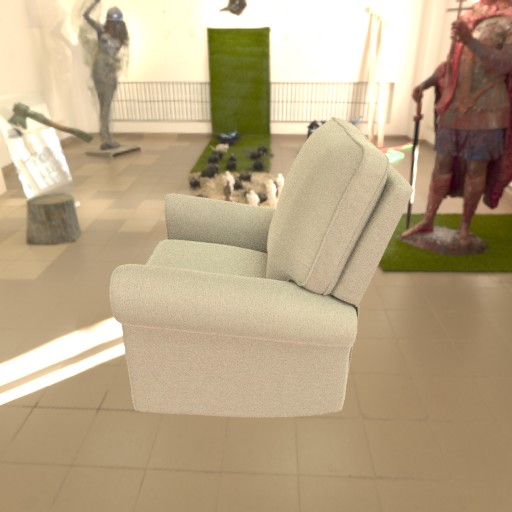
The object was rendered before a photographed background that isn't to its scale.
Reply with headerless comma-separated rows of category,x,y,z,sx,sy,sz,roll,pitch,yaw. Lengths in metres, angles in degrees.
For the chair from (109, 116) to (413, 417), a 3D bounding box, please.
chair,0.000,0.000,1.690,0.878,0.960,0.890,1,26,2
